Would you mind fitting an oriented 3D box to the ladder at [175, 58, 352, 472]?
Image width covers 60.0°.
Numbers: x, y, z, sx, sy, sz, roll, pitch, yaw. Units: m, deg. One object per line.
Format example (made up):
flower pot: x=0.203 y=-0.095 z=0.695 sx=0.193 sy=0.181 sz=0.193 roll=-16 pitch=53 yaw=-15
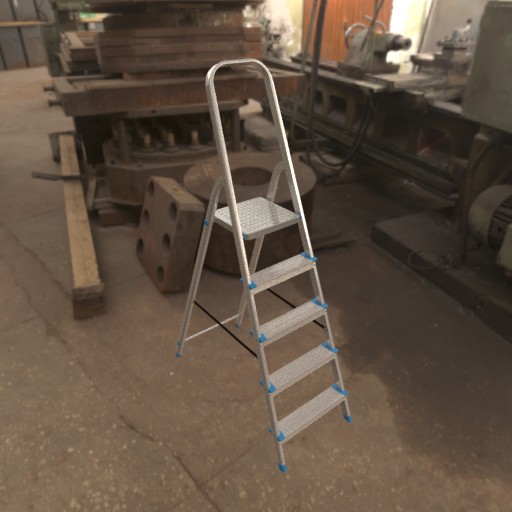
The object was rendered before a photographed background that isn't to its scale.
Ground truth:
ladder: x=0.000 y=0.000 z=2.047 sx=0.468 sy=1.648 sz=0.990 roll=-22 pitch=36 yaw=-32
